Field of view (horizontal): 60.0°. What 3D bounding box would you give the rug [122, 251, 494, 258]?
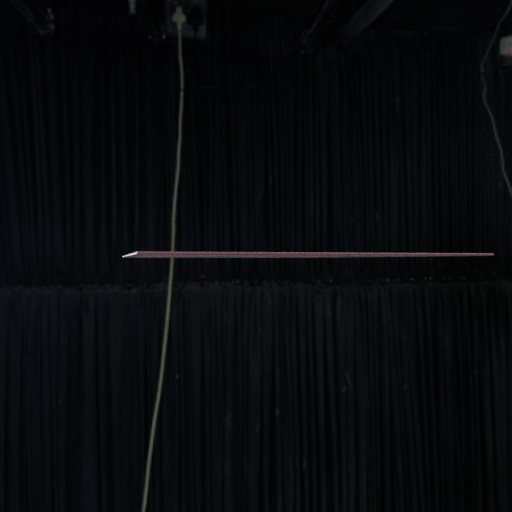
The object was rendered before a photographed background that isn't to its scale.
[{"bbox_3d":[0.000,0.000,2.857,1.599,0.011,2.210,0,0,-18],"label":"rug"}]
